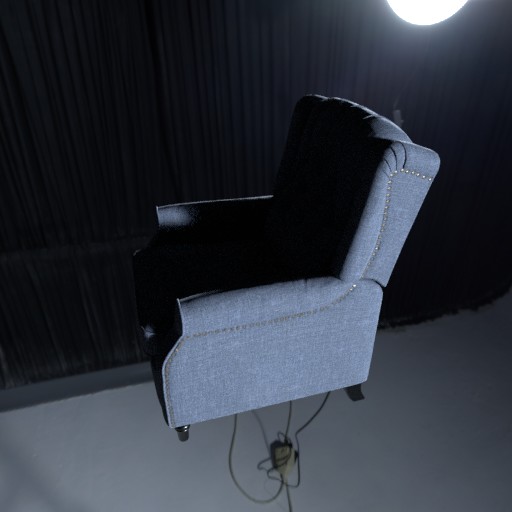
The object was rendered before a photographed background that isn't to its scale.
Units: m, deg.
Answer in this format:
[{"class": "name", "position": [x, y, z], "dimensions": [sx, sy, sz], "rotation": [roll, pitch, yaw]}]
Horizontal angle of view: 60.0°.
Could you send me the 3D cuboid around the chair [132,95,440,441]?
[{"class": "chair", "position": [0.000, 0.000, 1.628], "dimensions": [0.898, 1.035, 0.742], "rotation": [-9, 33, -14]}]
